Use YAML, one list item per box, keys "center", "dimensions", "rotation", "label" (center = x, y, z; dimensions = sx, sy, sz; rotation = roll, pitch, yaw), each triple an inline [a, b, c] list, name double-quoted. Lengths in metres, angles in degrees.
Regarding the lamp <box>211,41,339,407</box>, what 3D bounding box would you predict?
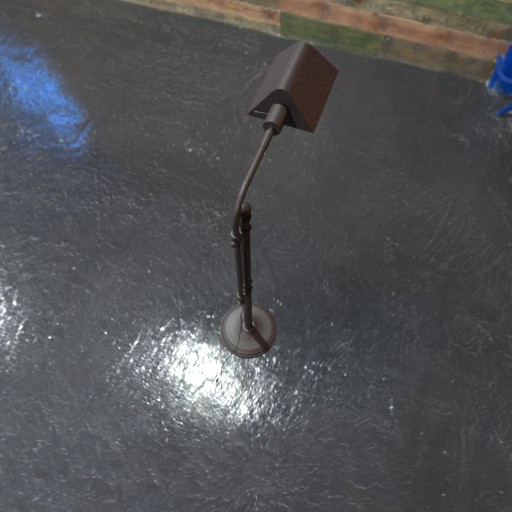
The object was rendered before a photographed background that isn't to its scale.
- center: [0.000, 0.000, 0.948]
  dimensions: [0.159, 0.708, 0.545]
  rotation: [18, 65, 9]
  label: "lamp"
